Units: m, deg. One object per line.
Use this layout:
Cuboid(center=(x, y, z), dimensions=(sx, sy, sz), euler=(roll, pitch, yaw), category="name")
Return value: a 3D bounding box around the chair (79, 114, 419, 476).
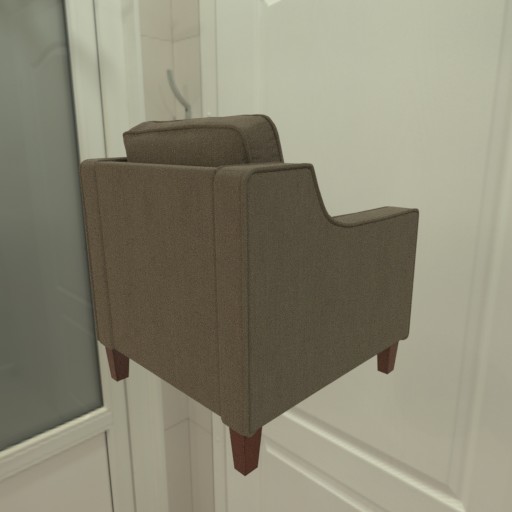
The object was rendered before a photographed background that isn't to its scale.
Cuboid(center=(0.000, 0.000, 1.639), dimensions=(0.831, 0.960, 0.909), euler=(14, 20, 43), category="chair")
